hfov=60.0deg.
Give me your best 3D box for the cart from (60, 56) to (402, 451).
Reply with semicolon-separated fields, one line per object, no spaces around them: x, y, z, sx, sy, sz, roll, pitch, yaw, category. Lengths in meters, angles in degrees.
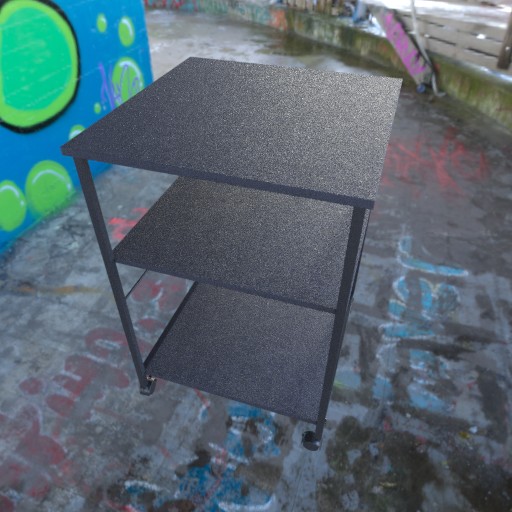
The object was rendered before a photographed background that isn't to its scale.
0.000;0.000;1.115;0.521;0.762;0.520;12;42;14;cart
